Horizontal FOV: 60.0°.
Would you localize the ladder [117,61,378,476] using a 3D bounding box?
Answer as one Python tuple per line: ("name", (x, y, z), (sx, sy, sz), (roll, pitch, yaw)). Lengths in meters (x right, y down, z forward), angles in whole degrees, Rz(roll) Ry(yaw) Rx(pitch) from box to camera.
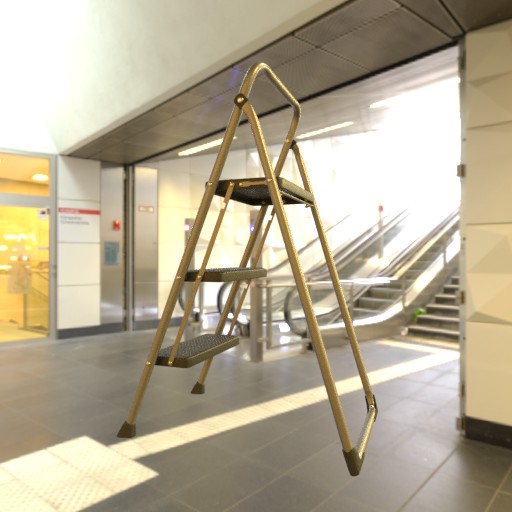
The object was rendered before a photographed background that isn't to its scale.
("ladder", (0.000, 0.000, 1.247), (0.629, 0.945, 0.430), (0, 0, 21))
